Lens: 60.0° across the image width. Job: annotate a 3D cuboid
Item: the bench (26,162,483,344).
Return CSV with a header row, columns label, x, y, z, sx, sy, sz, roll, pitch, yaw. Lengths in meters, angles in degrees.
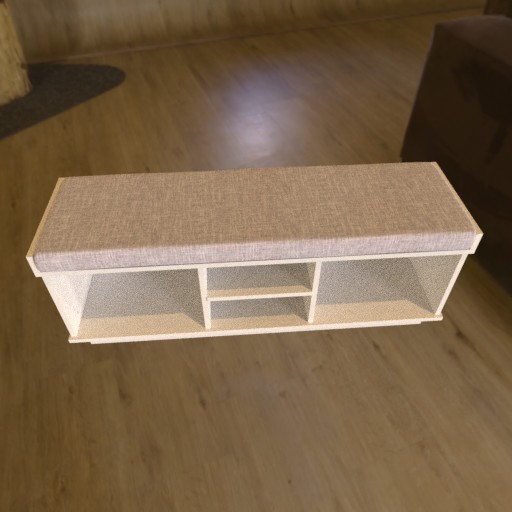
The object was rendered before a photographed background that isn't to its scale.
label,x,y,z,sx,sy,sz,roll,pitch,yaw
bench,0.000,0.000,1.420,1.196,0.453,0.363,-3,45,-3
